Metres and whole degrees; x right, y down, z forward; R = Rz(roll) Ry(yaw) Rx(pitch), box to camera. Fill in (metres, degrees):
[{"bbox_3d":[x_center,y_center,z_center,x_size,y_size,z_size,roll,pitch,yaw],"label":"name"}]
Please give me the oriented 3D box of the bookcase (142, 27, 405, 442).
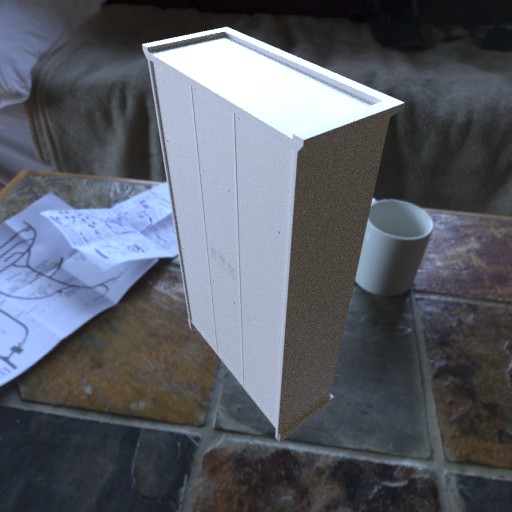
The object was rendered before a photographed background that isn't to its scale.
[{"bbox_3d":[0.000,0.000,2.288,0.432,1.880,1.050,-26,48,-26],"label":"bookcase"}]
